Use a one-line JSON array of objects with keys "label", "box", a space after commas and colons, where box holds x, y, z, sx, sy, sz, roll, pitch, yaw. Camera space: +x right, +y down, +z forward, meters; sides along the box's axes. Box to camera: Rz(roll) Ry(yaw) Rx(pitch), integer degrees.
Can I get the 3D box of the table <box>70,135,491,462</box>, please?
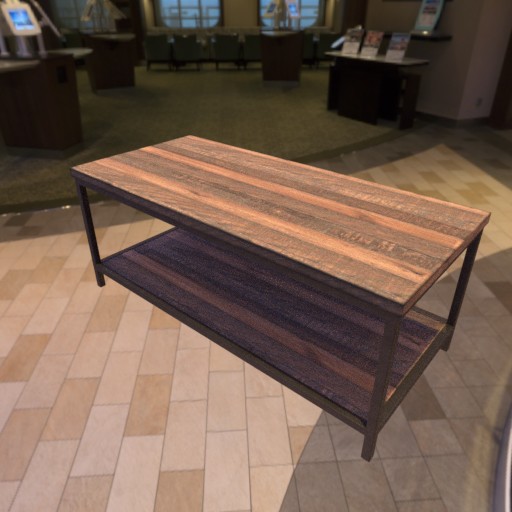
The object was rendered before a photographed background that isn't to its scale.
[{"label": "table", "box": [0.000, 0.000, 1.214, 0.990, 0.399, 0.452, 23, 37, 34]}]
